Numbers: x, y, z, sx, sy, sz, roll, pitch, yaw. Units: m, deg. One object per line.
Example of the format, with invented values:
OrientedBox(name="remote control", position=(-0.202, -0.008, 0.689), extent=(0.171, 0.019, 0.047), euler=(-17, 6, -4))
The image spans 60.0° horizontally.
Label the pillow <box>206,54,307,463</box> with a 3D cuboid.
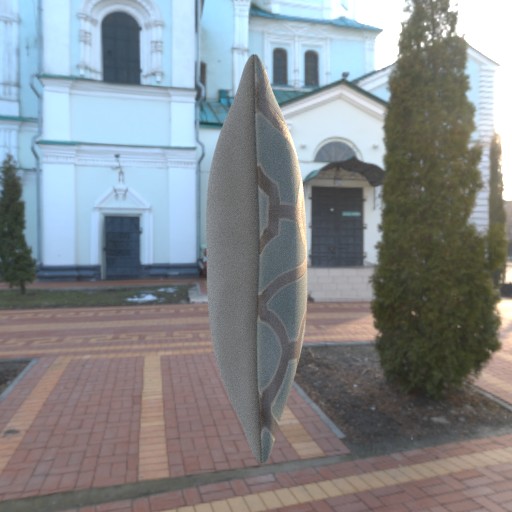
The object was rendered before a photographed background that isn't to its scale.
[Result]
OrientedBox(name="pillow", position=(0.000, 0.000, 0.819), extent=(0.166, 0.508, 0.552), euler=(0, 1, -1))
